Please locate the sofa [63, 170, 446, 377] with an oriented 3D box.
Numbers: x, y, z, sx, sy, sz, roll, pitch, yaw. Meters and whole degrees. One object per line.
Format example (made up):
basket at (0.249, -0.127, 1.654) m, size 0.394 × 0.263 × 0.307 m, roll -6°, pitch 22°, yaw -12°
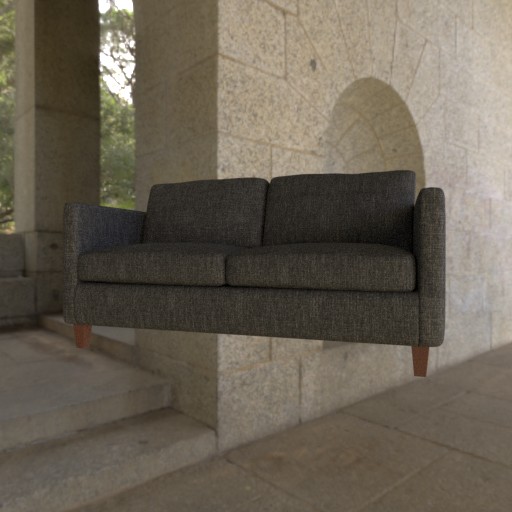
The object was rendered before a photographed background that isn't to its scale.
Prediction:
sofa at (0.000, 0.000, 2.462) m, size 1.884 × 0.963 × 0.950 m, roll 0°, pitch 1°, yaw 18°
